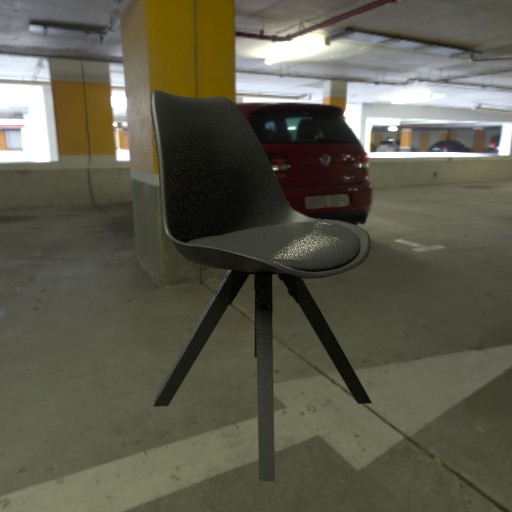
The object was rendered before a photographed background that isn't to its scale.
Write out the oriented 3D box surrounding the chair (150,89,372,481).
[{"bbox_3d":[0.000,0.000,1.171,0.550,0.850,0.485,13,19,42],"label":"chair"}]
